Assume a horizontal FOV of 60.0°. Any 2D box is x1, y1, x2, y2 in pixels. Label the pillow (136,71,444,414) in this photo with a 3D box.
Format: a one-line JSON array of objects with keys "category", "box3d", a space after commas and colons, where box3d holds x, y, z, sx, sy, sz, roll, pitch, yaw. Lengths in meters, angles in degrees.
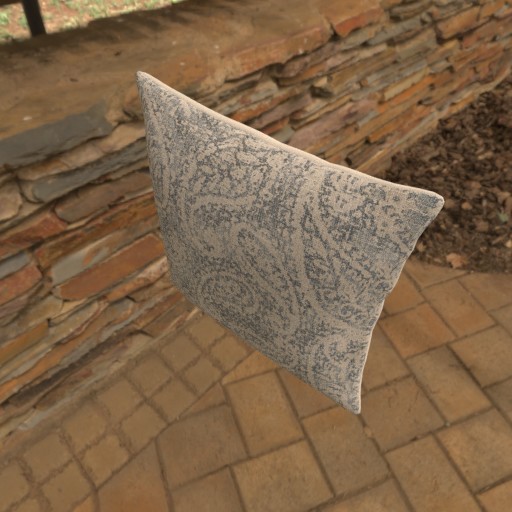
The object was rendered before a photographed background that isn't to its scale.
[{"category": "pillow", "box3d": [0.000, 0.000, 0.775, 0.523, 0.510, 0.166, 31, 53, 27]}]
